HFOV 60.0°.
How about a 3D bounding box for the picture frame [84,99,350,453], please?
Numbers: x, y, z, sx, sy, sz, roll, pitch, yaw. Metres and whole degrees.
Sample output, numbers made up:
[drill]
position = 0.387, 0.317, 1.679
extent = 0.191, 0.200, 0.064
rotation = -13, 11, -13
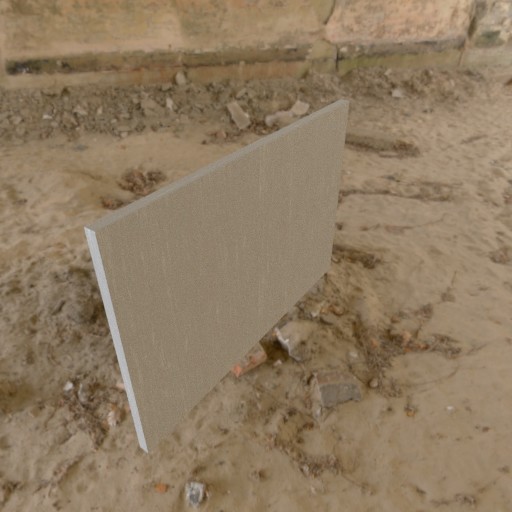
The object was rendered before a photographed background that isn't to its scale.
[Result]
[picture frame]
position = 0.000, 0.000, 1.236
extent = 0.029, 0.640, 0.950
rotation = 22, 40, 29
